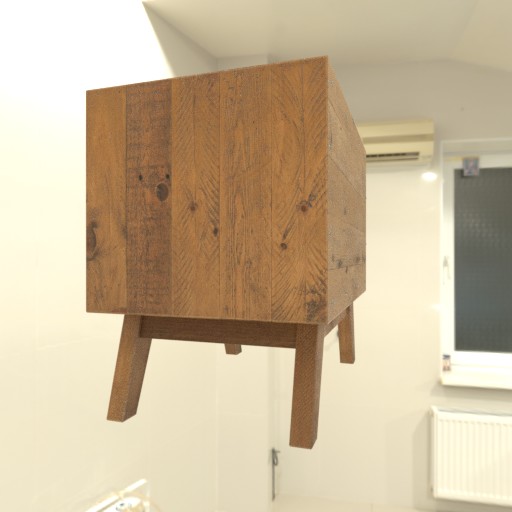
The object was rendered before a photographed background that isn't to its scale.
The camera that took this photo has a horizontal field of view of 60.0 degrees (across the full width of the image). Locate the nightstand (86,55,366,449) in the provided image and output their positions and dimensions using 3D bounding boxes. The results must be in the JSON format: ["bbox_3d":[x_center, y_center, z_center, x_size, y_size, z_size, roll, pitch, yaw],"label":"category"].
[{"bbox_3d":[0.000,0.000,1.038,0.450,0.599,0.650,0,0,19],"label":"nightstand"}]
